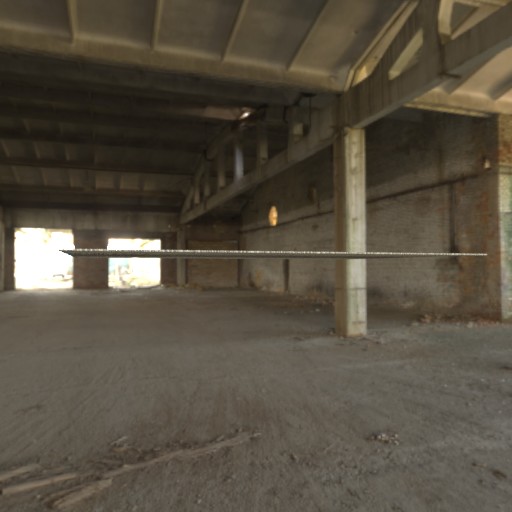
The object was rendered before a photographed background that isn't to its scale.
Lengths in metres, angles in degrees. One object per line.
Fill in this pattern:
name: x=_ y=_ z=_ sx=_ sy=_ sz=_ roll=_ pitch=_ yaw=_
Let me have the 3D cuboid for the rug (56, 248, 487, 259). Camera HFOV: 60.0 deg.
rug: x=0.000 y=0.000 z=2.301 sx=1.815 sy=0.007 sz=1.226 roll=0 pitch=-1 yaw=-19
